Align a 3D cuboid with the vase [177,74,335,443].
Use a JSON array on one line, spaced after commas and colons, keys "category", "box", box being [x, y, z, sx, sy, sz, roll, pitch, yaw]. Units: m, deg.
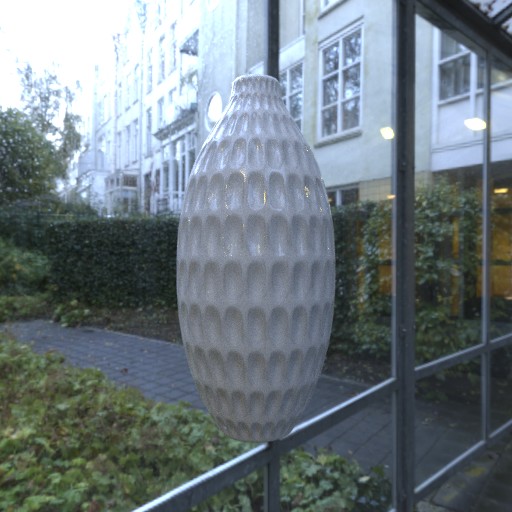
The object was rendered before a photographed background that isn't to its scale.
[{"category": "vase", "box": [0.000, 0.000, 0.362, 0.127, 0.282, 0.127, 0, 1, 0]}]
